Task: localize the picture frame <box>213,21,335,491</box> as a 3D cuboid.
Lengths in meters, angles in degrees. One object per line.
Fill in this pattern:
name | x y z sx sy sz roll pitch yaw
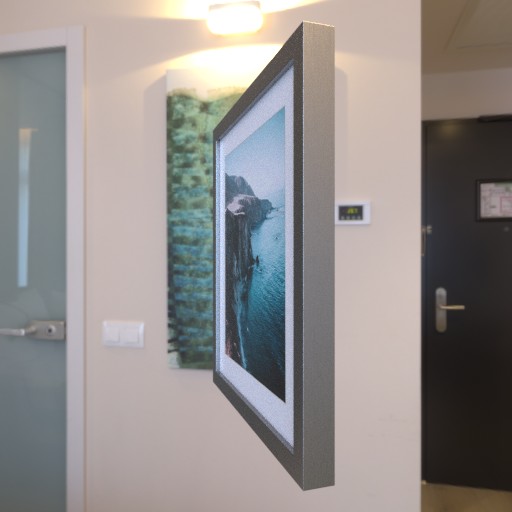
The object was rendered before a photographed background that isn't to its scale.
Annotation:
picture frame | 0.000 0.000 1.320 0.073 0.968 0.839 0 0 -18
